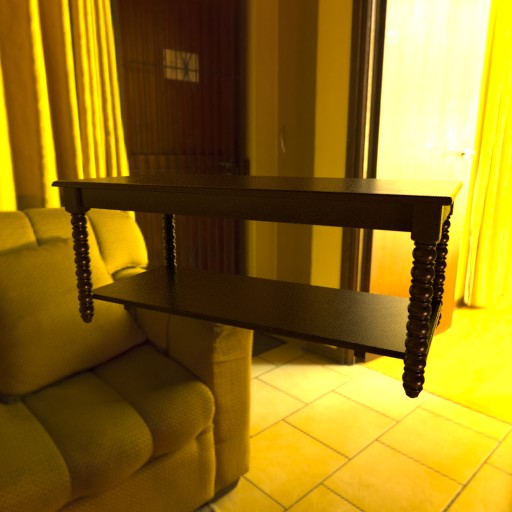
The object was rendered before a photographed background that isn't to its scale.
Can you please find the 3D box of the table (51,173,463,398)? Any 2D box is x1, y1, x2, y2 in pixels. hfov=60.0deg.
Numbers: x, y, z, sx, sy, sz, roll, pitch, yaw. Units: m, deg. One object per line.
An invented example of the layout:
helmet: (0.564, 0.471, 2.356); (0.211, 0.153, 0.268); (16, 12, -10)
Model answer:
table: (0.000, 0.000, 1.452); (1.171, 0.487, 0.580); (7, 15, 26)
